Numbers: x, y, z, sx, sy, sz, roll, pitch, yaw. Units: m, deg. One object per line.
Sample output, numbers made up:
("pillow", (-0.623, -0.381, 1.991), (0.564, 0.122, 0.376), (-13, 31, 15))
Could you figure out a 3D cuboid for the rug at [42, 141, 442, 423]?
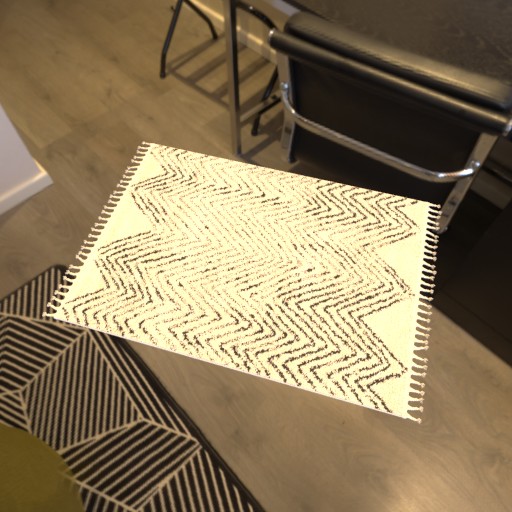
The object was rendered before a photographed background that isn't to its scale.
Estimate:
("rug", (0.000, 0.000, 2.332), (1.847, 0.014, 1.230), (14, 60, 8))
